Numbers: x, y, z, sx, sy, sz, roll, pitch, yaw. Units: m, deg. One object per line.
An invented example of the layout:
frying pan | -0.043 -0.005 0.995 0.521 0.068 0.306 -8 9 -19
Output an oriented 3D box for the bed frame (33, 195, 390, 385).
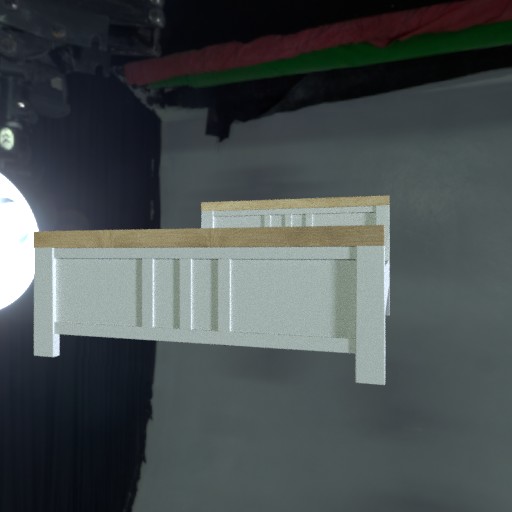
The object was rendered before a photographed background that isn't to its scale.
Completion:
bed frame | 0.000 0.000 2.920 1.670 0.980 2.050 0 0 17
